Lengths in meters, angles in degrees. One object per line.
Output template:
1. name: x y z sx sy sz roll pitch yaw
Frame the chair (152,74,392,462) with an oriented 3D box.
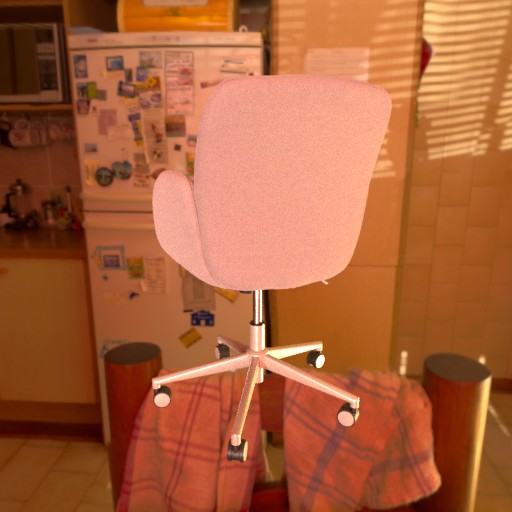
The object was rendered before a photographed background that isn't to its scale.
1. chair: 0.000 0.000 1.363 0.648 0.959 0.654 -7 15 -25
